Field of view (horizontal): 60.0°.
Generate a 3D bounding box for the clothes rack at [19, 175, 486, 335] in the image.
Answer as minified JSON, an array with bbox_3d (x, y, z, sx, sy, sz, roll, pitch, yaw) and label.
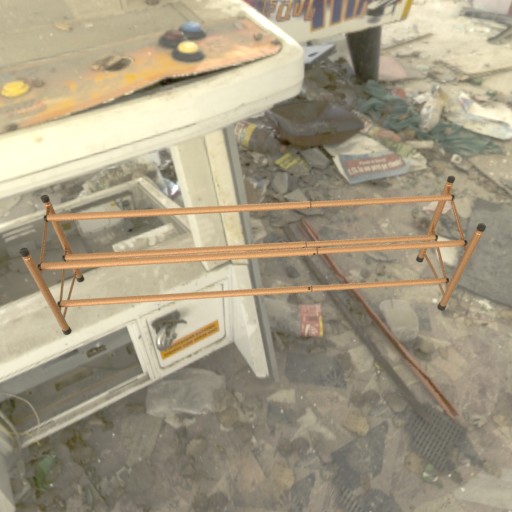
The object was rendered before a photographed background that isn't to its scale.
[{"bbox_3d":[0.000,0.000,1.298,1.168,0.349,0.229,-3,47,-3],"label":"clothes rack"}]
